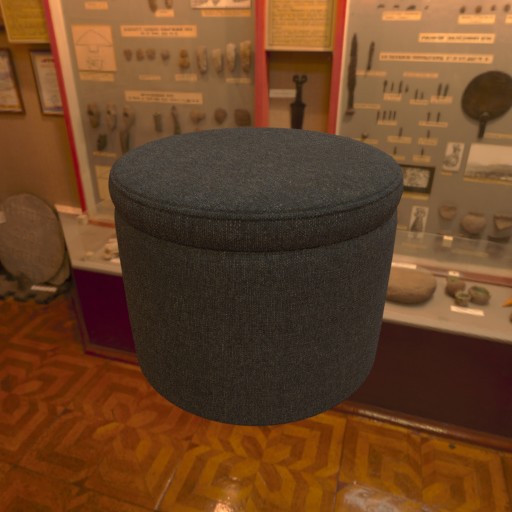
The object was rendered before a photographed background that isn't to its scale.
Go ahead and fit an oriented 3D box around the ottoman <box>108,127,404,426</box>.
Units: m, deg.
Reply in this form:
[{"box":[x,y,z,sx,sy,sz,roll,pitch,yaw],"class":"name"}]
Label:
[{"box":[0.000,0.000,0.892,0.520,0.430,0.520,0,28,0],"class":"ottoman"}]
